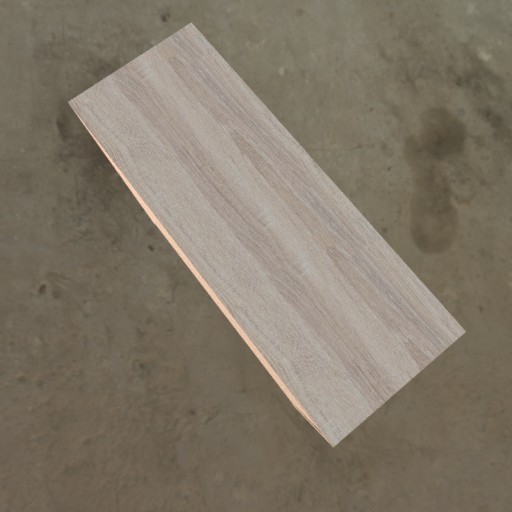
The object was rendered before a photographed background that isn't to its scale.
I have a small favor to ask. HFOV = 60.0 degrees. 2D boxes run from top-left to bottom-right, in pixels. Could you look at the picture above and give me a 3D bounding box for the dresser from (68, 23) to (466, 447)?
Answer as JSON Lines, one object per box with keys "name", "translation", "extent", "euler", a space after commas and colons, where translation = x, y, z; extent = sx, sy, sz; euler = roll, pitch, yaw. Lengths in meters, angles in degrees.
{"name": "dresser", "translation": [0.000, 0.000, 1.435], "extent": [0.380, 0.900, 0.980], "euler": [-37, 79, -9]}
